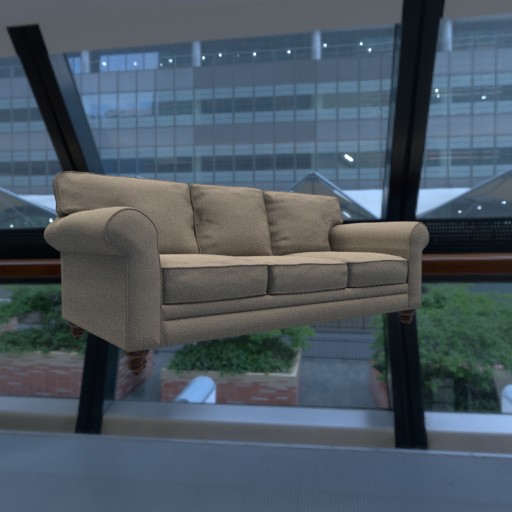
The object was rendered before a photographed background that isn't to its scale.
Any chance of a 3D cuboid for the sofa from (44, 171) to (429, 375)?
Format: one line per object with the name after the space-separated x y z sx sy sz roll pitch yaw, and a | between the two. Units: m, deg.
0.000 0.000 2.606 2.118 0.889 0.998 -1 2 -37 | sofa
